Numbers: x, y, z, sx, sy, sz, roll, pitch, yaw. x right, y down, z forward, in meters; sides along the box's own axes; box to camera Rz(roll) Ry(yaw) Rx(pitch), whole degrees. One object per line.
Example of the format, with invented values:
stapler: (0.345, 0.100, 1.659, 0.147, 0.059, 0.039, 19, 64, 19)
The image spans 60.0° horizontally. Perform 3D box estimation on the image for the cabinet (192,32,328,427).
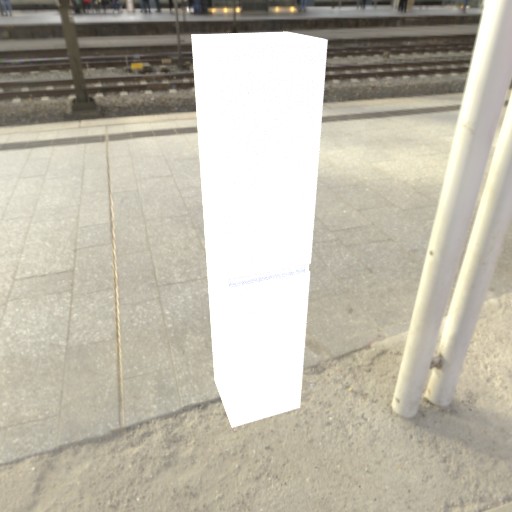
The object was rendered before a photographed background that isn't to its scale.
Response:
cabinet: (0.000, 0.000, 1.575, 0.300, 1.400, 0.269, -10, 32, -17)
